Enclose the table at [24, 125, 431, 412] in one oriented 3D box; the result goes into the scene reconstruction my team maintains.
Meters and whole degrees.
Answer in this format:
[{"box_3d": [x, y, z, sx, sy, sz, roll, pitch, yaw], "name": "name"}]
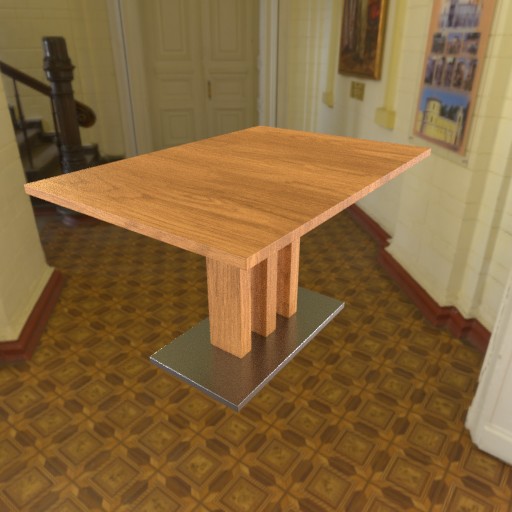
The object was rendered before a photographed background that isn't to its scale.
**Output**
[{"box_3d": [0.000, 0.000, 1.827, 0.900, 0.770, 1.300, 18, 32, 32], "name": "table"}]
